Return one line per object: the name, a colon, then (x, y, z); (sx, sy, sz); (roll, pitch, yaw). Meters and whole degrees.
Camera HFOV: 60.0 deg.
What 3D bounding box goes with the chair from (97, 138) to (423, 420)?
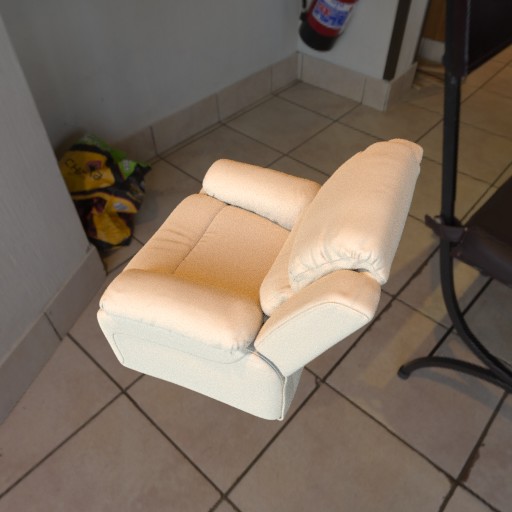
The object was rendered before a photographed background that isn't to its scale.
chair: (0.000, 0.000, 1.248); (0.709, 0.702, 0.680); (17, 49, 16)
